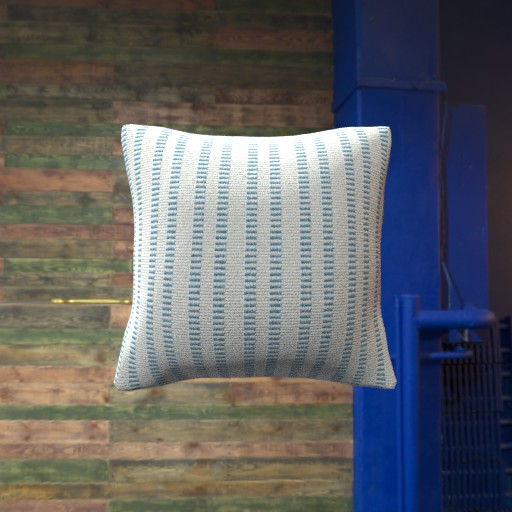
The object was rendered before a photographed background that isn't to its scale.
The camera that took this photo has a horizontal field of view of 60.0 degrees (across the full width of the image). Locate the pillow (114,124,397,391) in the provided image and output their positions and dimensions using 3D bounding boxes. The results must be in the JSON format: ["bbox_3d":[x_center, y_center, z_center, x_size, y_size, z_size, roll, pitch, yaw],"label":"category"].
[{"bbox_3d":[0.000,0.000,0.701,0.438,0.419,0.247,0,-2,-1],"label":"pillow"}]
